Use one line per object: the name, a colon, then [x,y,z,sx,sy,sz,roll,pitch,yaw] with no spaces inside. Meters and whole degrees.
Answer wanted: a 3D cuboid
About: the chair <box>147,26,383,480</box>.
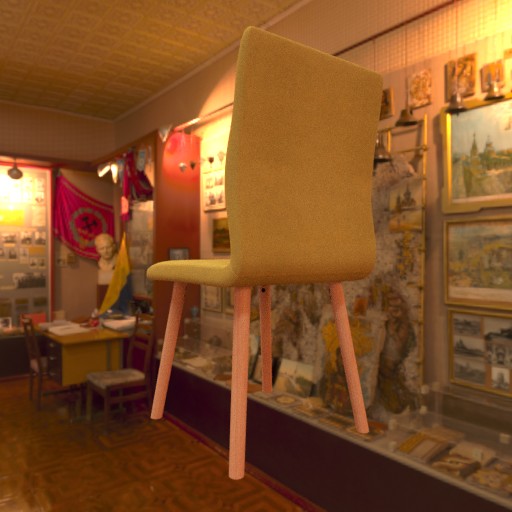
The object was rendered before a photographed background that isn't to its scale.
chair: [0.000,0.000,1.267,0.450,0.965,0.550,0,0,-36]
